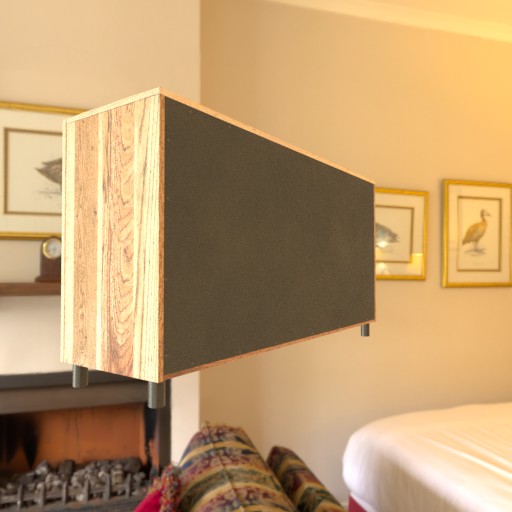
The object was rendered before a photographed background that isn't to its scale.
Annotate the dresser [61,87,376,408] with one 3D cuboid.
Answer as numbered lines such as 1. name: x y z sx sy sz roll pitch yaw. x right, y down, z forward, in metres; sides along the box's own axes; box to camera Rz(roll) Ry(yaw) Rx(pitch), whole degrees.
1. dresser: 0.000 0.000 1.902 0.487 0.834 1.547 -1 -2 35
